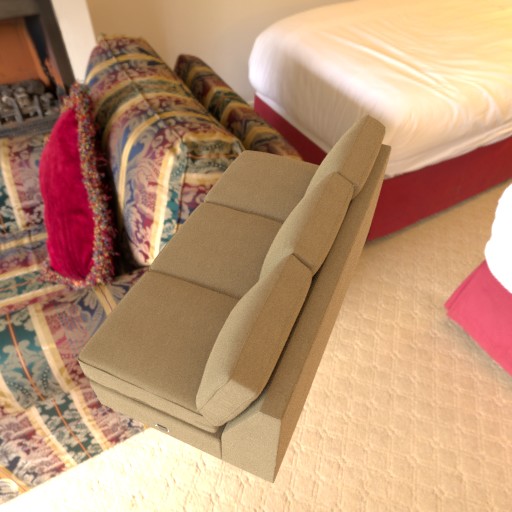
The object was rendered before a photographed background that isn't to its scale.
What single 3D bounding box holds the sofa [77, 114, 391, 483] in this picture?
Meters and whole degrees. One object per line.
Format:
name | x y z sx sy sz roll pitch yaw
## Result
sofa | 0.000 0.000 2.725 1.127 1.036 2.092 17 49 16
